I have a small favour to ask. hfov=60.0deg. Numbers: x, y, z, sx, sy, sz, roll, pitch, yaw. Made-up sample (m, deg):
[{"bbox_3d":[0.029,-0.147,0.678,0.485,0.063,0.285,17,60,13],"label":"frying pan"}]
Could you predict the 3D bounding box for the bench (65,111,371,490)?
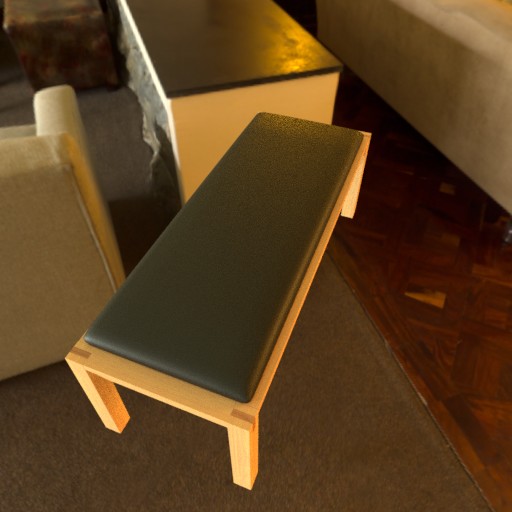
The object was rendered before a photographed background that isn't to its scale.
[{"bbox_3d":[0.000,0.000,1.446,0.450,0.430,1.202,16,49,15],"label":"bench"}]
